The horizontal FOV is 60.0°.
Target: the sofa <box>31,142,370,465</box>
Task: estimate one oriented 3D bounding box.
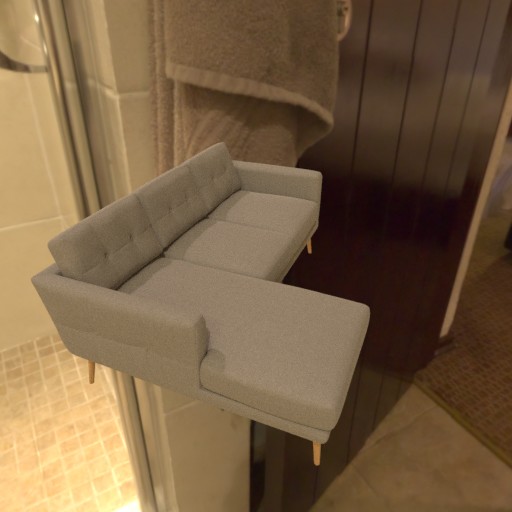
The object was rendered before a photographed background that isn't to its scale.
[{"bbox_3d":[0.000,0.000,2.769,1.530,0.860,2.040,12,32,19],"label":"sofa"}]
